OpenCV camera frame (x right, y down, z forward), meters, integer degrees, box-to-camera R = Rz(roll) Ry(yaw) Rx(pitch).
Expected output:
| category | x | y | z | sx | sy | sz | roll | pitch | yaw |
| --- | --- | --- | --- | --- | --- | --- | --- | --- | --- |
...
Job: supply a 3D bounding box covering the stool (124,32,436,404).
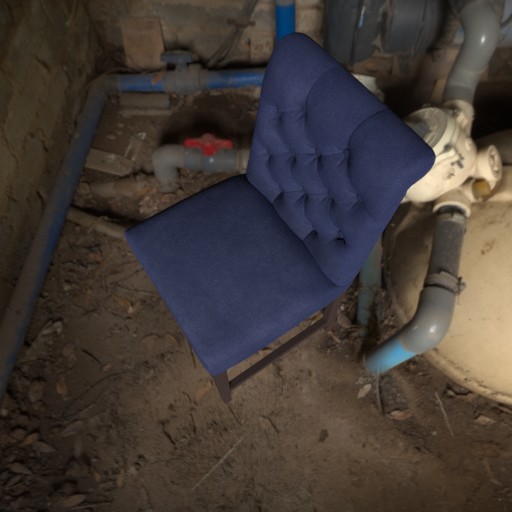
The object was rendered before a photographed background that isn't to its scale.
| category | x | y | z | sx | sy | sz | roll | pitch | yaw |
| --- | --- | --- | --- | --- | --- | --- | --- | --- | --- |
| stool | 0.000 | 0.000 | 1.321 | 0.601 | 1.010 | 0.493 | -31 | 67 | -15 |
